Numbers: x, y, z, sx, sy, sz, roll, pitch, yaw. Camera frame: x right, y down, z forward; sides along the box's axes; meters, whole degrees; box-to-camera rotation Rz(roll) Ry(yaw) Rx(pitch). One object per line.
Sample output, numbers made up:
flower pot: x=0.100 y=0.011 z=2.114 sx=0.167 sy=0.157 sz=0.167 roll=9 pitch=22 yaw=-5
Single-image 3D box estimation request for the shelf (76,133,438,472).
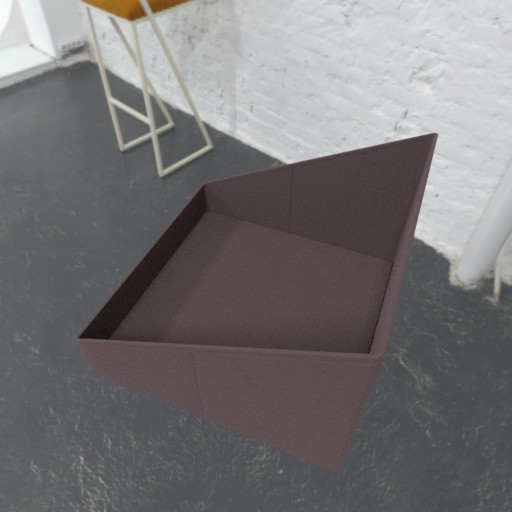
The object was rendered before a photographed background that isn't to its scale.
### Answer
shelf: x=0.000 y=0.000 z=0.481 sx=0.292 sy=0.210 sz=0.292 roll=16 pitch=48 yaw=15
